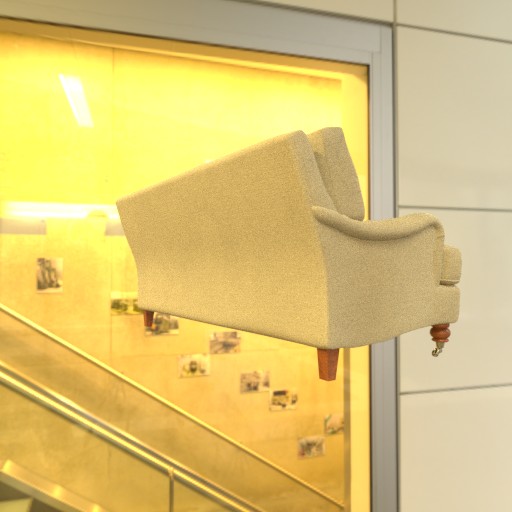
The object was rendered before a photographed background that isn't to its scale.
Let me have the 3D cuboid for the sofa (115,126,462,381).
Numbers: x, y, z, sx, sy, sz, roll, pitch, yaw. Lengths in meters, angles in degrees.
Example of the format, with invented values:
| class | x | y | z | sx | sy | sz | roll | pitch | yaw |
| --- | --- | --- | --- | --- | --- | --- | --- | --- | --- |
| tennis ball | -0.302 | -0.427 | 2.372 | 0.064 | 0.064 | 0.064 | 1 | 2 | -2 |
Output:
| class | x | y | z | sx | sy | sz | roll | pitch | yaw |
| --- | --- | --- | --- | --- | --- | --- | --- | --- | --- |
| sofa | 0.000 | 0.000 | 2.661 | 1.091 | 0.997 | 2.070 | 1 | -2 | -35 |
